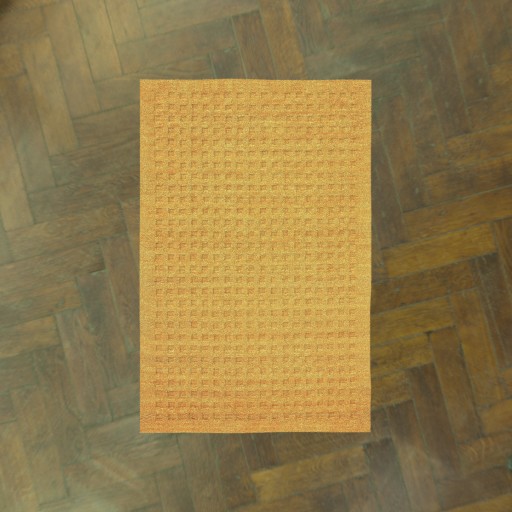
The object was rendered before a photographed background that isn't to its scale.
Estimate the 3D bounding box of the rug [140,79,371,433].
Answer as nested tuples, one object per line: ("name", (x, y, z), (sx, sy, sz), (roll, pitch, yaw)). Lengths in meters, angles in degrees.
("rug", (0.000, 0.000, 2.191), (1.143, 0.006, 1.747), (0, 90, -1))
